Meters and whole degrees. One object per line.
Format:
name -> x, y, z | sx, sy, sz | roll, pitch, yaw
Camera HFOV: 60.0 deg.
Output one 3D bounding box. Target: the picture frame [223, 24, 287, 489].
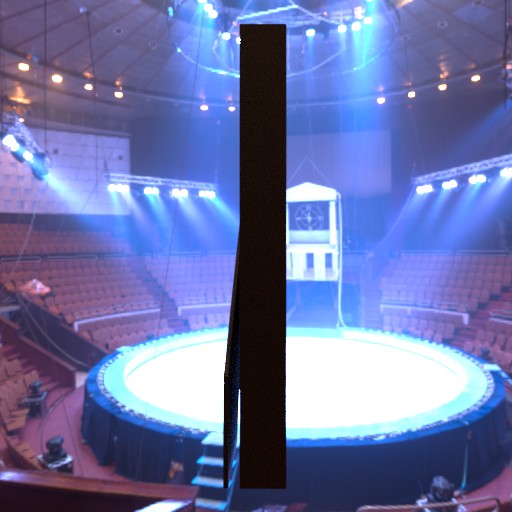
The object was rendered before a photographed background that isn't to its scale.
picture frame -> 0.000, 0.000, 0.276 | 0.028, 0.208, 0.157 | 0, 0, 0
